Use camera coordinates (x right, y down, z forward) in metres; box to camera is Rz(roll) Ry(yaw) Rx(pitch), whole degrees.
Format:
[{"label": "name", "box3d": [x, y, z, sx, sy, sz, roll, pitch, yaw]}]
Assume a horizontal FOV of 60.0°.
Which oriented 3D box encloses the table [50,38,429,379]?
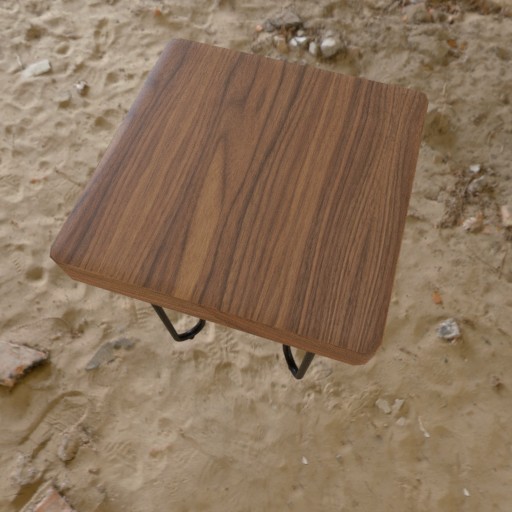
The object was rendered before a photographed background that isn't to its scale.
[{"label": "table", "box3d": [0.000, 0.000, 0.981, 0.479, 0.641, 0.480, 16, 65, 7]}]
